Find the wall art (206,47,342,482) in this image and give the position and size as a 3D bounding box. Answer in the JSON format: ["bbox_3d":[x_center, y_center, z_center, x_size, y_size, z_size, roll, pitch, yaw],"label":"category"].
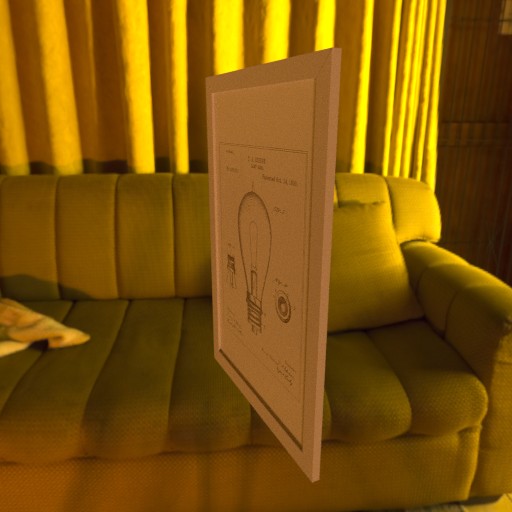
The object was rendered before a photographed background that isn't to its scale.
[{"bbox_3d":[0.000,0.000,0.600,0.010,0.474,0.325,-8,19,-25],"label":"wall art"}]
